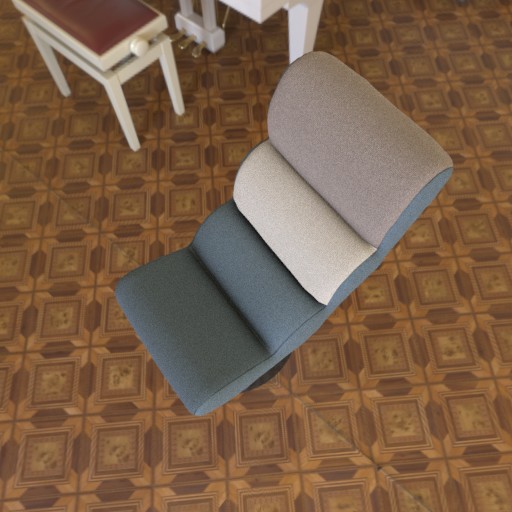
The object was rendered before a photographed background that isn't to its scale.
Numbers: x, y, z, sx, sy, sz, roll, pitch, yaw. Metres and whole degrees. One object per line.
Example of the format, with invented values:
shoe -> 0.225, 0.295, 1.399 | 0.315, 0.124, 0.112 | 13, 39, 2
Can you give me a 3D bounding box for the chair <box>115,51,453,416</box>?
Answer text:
chair -> 0.000, 0.000, 1.057 | 0.661, 0.641, 0.420 | -34, 68, -15
